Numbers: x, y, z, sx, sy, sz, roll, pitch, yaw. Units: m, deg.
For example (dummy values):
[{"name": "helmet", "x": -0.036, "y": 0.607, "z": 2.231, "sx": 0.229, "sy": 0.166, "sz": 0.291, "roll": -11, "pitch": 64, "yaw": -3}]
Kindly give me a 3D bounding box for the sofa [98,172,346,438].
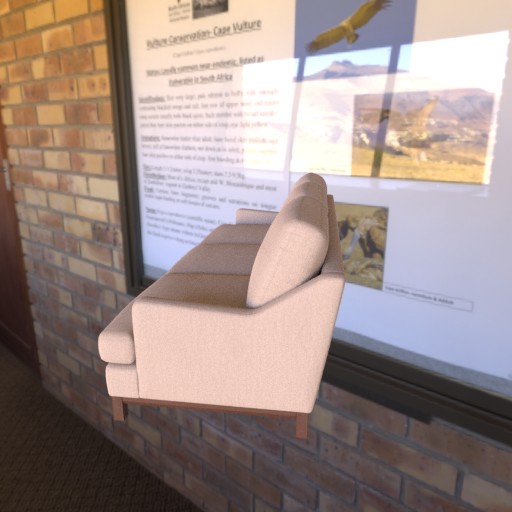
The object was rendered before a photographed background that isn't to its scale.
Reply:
[{"name": "sofa", "x": 0.000, "y": 0.000, "z": 2.836, "sx": 1.000, "sy": 0.913, "sz": 2.321, "roll": 2, "pitch": 16, "yaw": 8}]
